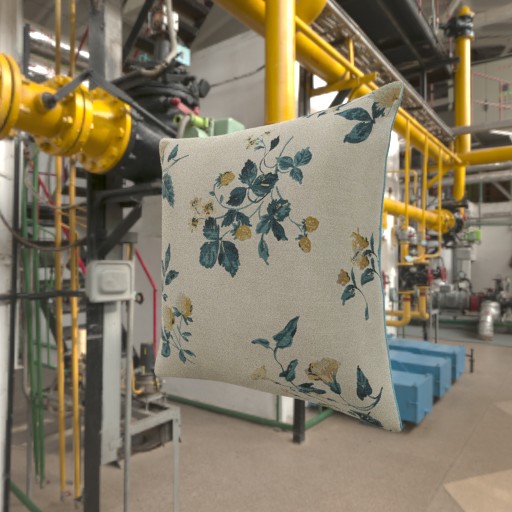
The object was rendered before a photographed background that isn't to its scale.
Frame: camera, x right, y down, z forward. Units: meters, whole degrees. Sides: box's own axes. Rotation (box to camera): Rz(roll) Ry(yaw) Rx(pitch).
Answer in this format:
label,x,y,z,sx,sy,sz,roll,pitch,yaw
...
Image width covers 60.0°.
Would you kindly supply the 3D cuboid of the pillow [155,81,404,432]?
label,x,y,z,sx,sy,sz,roll,pitch,yaw
pillow,0.000,0.000,0.794,0.526,0.507,0.166,0,-1,37
